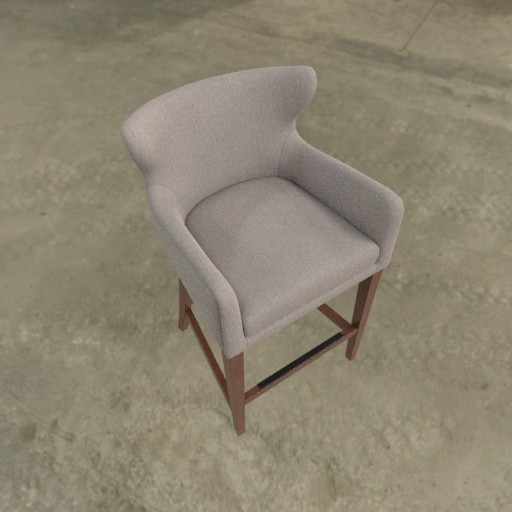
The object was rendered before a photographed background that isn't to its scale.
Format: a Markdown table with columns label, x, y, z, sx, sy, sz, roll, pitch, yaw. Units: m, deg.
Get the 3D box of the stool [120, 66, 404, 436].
| label | x | y | z | sx | sy | sz | roll | pitch | yaw |
| --- | --- | --- | --- | --- | --- | --- | --- | --- | --- |
| stool | 0.000 | 0.000 | 1.382 | 0.575 | 0.951 | 0.575 | -27 | 53 | -22 |
